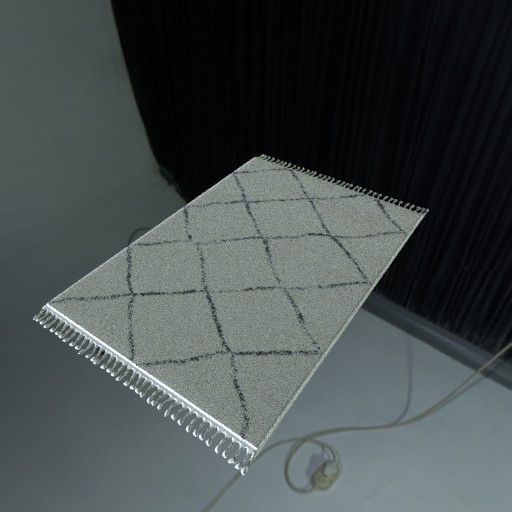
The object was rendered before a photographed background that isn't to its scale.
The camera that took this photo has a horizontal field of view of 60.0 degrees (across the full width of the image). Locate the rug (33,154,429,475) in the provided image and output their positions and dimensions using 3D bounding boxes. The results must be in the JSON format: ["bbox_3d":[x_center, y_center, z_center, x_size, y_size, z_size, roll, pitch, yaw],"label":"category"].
[{"bbox_3d":[0.000,0.000,2.865,1.494,0.031,2.307,25,47,25],"label":"rug"}]
